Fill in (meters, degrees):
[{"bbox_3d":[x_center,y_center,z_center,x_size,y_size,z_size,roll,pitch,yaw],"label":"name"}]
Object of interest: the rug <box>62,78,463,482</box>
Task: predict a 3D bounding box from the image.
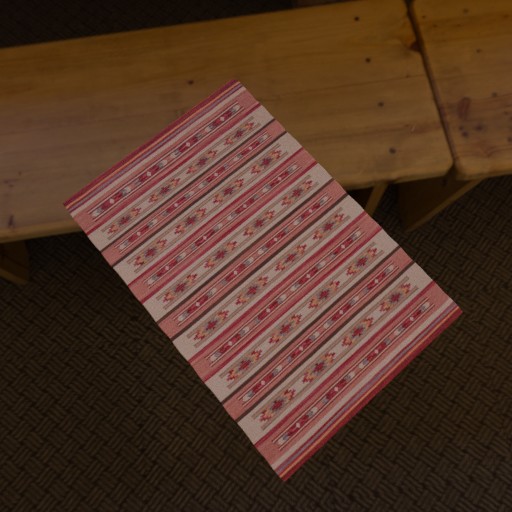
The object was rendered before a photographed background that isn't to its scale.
[{"bbox_3d":[0.000,0.000,2.331,1.223,0.008,1.817,-40,79,-10],"label":"rug"}]
